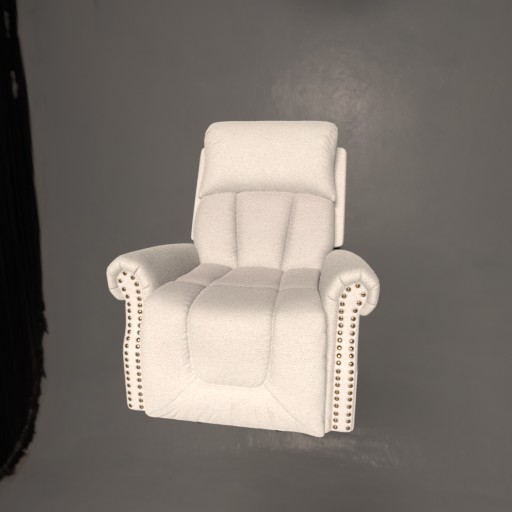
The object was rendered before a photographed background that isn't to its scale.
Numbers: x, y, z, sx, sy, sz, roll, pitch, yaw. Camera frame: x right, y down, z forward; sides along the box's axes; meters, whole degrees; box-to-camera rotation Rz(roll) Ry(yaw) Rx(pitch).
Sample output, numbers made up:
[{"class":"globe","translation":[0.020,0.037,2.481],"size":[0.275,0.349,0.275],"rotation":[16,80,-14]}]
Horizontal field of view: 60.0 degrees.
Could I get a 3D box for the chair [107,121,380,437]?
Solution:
[{"class":"chair","translation":[0.000,0.000,1.727],"size":[0.871,1.031,0.979],"rotation":[3,15,9]}]
